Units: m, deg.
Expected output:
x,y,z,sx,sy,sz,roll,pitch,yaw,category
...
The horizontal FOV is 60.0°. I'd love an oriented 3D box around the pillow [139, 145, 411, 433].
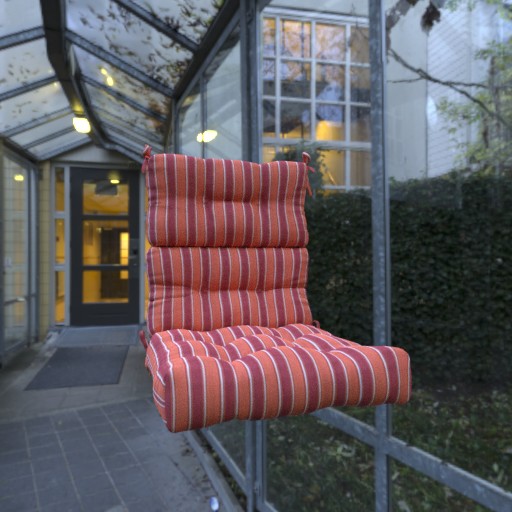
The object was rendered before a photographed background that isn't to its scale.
x,y,z,sx,sy,sz,roll,pitch,yaw,category
0.000,0.000,1.041,0.519,0.605,0.571,0,0,-17,pillow
